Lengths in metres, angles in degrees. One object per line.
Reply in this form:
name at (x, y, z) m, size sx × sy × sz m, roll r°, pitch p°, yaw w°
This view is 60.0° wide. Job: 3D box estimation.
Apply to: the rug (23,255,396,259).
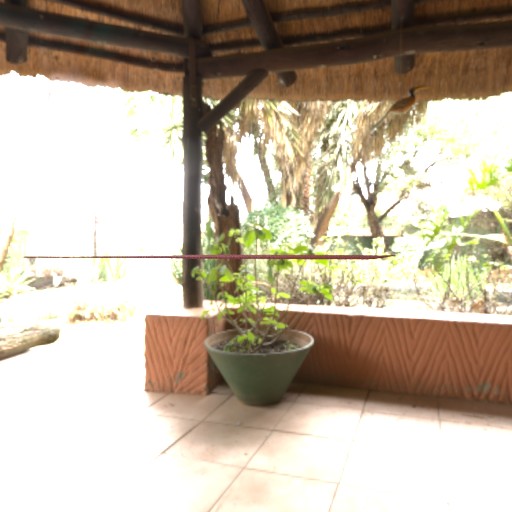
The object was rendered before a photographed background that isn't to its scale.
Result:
rug at (0.000, 0.000, 3.987) m, size 2.300 × 0.012 × 2.929 m, roll 0°, pitch 0°, yaw 20°
